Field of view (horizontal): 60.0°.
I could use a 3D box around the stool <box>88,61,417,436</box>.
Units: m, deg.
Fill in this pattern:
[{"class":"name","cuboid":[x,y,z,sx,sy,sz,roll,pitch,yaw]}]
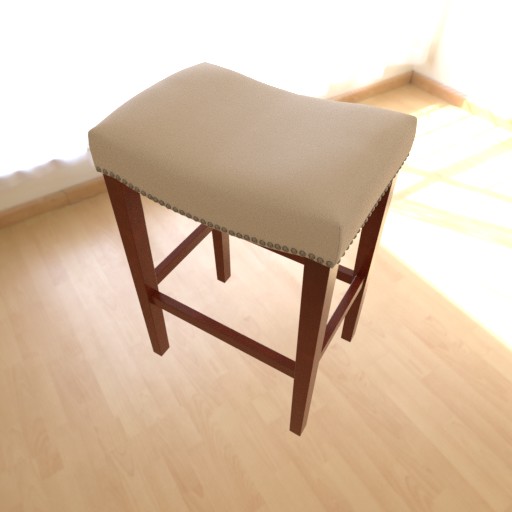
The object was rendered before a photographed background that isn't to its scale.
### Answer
[{"class":"stool","cuboid":[0.000,0.000,1.051,0.504,0.742,0.372,23,50,21]}]
